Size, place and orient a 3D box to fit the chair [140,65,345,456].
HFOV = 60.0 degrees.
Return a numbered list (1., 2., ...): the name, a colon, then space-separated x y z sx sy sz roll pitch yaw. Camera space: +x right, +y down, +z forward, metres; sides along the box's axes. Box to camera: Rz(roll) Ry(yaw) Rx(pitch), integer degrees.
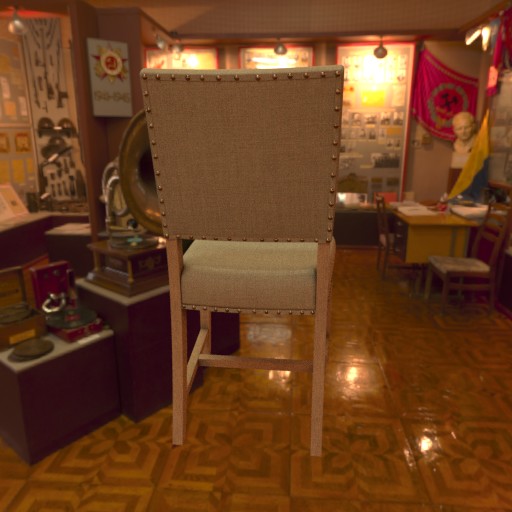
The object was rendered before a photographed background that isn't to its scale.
1. chair: 0.000 0.000 1.334 0.508 0.986 0.622 2 16 7
